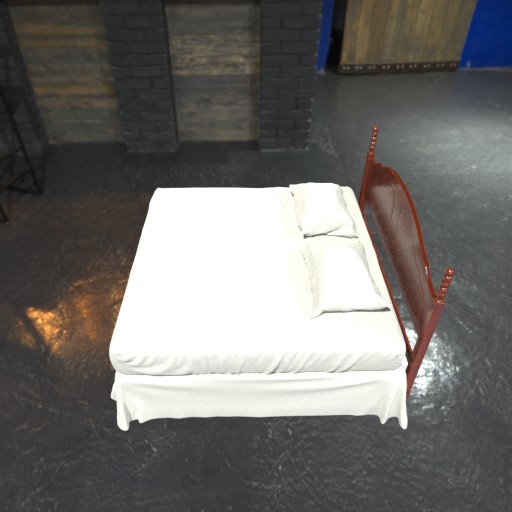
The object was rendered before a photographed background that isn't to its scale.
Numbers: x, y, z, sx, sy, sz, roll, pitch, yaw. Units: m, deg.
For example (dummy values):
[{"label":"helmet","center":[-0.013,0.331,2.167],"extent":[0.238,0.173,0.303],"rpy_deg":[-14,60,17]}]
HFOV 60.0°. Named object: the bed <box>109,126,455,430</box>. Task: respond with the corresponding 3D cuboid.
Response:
[{"label":"bed","center":[0.000,0.000,3.598],"extent":[2.219,1.355,2.322],"rpy_deg":[-1,40,-1]}]
